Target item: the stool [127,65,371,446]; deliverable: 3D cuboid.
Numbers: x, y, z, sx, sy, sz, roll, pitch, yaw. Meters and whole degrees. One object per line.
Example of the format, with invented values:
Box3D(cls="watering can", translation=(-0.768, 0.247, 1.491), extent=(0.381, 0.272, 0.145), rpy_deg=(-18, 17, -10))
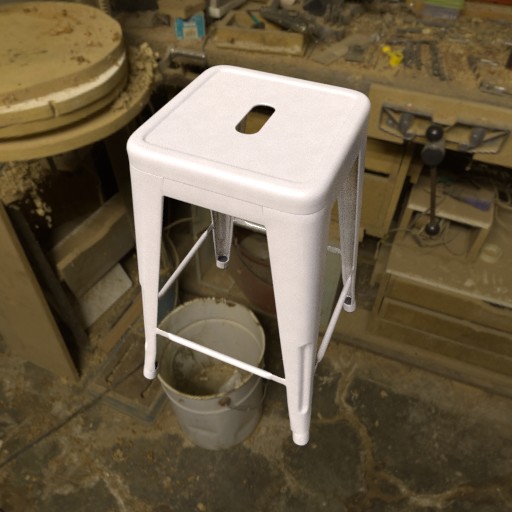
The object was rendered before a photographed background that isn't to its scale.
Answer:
Box3D(cls="stool", translation=(0.000, 0.000, 0.880), extent=(0.406, 0.610, 0.406), rpy_deg=(18, 50, 16))
